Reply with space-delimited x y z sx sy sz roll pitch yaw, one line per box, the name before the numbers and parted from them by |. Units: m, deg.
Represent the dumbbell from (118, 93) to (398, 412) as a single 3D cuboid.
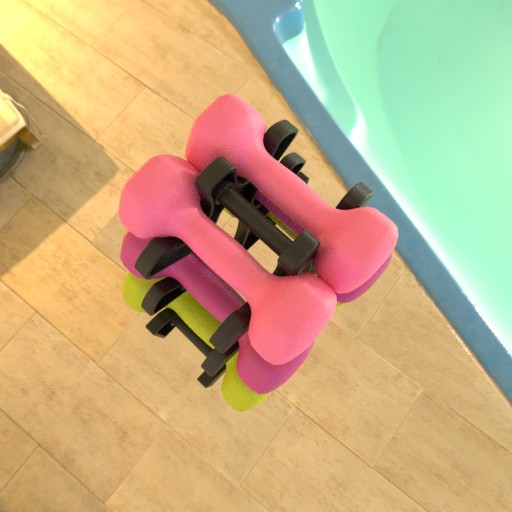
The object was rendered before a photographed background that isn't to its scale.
dumbbell | 0.000 0.000 0.431 0.203 0.261 0.257 43 79 10
